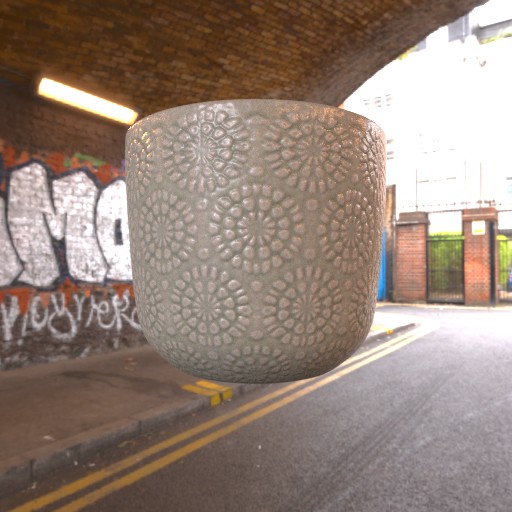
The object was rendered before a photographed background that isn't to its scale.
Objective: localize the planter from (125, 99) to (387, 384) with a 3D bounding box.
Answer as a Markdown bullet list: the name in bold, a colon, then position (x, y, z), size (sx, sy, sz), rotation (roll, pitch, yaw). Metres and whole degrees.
- **planter**: position (0.000, 0.000, 0.217), size (0.124, 0.109, 0.124), rotation (0, -2, 0)
